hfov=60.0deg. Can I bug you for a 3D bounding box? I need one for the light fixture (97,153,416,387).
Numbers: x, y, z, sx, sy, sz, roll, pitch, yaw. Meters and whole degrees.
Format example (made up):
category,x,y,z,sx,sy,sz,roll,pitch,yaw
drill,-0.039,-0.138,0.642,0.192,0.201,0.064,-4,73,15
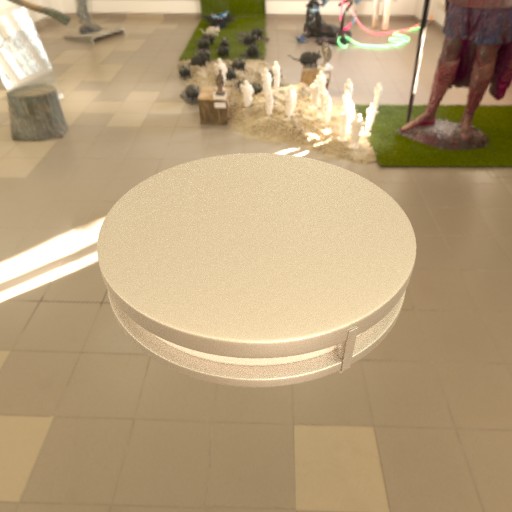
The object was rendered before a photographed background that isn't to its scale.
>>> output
category,x,y,z,sx,sy,sz,roll,pitch,yaw
light fixture,0.000,0.000,0.541,0.356,0.102,0.356,0,39,0
